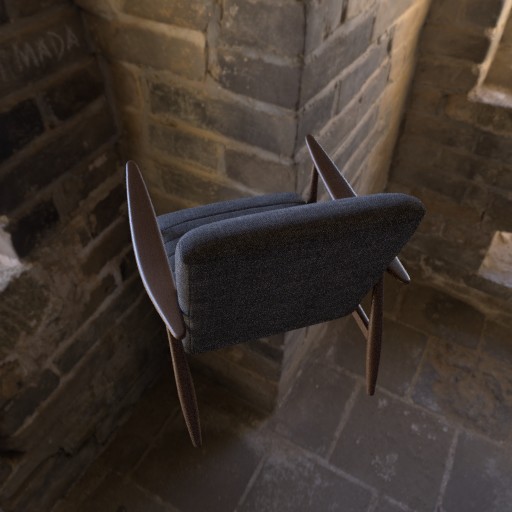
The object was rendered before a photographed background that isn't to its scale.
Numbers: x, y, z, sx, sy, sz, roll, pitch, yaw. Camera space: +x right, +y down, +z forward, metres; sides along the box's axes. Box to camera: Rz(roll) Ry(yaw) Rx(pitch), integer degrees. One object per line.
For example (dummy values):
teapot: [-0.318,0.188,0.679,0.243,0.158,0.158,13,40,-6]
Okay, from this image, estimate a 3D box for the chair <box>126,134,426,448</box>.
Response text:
chair: [0.000,0.000,1.447,0.741,0.832,0.798,-12,43,-13]
